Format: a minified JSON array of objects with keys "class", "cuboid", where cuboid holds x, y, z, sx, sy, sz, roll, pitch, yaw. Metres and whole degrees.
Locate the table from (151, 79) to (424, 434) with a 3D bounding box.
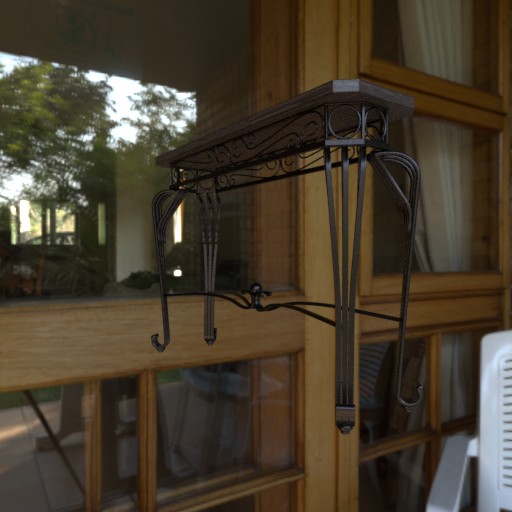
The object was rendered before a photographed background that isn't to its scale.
[{"class":"table","cuboid":[0.000,0.000,1.491,0.329,0.800,1.112,0,0,-36]}]
